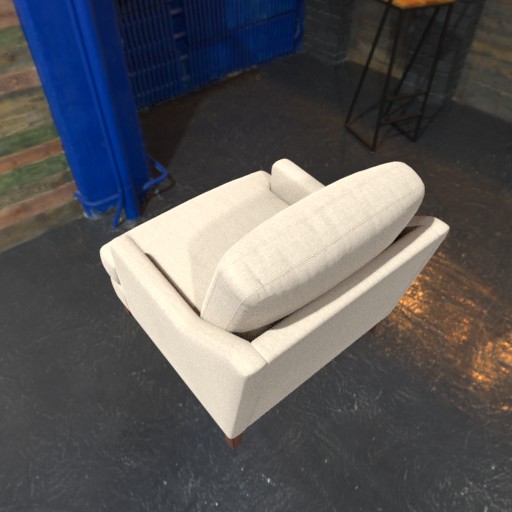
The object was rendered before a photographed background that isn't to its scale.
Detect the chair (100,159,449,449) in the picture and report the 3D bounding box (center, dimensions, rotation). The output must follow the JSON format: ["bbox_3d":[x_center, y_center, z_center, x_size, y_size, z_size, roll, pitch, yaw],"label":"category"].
[{"bbox_3d":[0.000,0.000,1.729,0.912,0.916,1.001,-30,53,-27],"label":"chair"}]
